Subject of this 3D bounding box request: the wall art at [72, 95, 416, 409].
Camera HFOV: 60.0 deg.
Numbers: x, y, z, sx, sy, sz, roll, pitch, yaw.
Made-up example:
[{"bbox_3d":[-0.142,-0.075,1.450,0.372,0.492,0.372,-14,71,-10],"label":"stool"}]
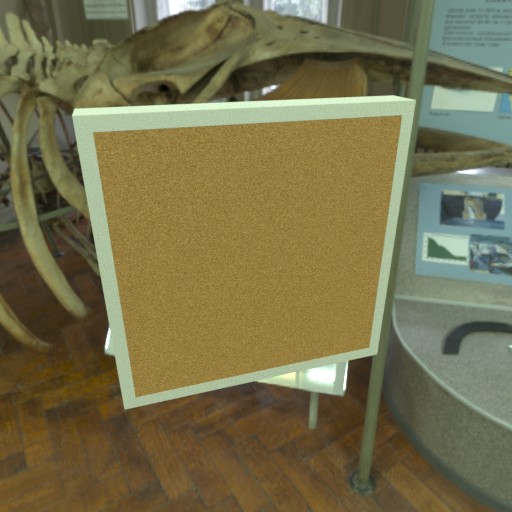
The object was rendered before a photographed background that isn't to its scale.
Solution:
[{"bbox_3d":[0.000,0.000,0.461,0.305,0.302,0.038,-8,28,-16],"label":"wall art"}]
